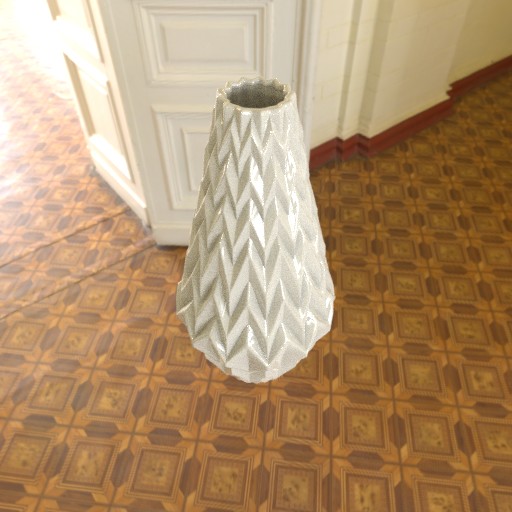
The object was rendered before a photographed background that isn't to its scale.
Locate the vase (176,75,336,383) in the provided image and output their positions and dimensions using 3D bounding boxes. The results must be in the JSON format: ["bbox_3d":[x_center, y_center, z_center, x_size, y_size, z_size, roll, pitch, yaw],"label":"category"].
[{"bbox_3d":[0.000,0.000,0.425,0.167,0.328,0.167,0,46,0],"label":"vase"}]
